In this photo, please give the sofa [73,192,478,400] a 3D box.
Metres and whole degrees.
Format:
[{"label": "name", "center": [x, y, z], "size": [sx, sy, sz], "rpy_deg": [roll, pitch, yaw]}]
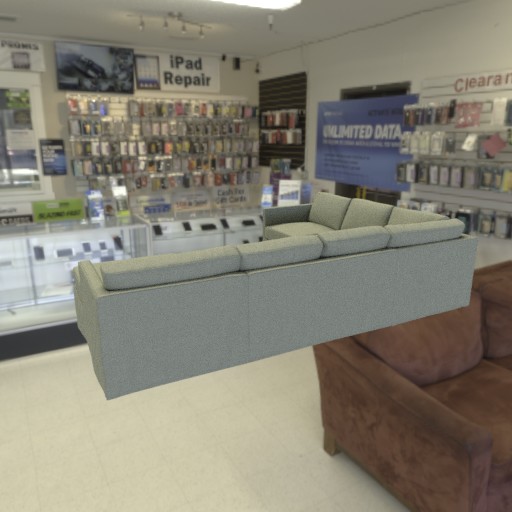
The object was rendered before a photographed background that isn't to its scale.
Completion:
[{"label": "sofa", "center": [0.000, 0.000, 4.472], "size": [3.460, 0.882, 2.427], "rpy_deg": [-8, 18, -26]}]
